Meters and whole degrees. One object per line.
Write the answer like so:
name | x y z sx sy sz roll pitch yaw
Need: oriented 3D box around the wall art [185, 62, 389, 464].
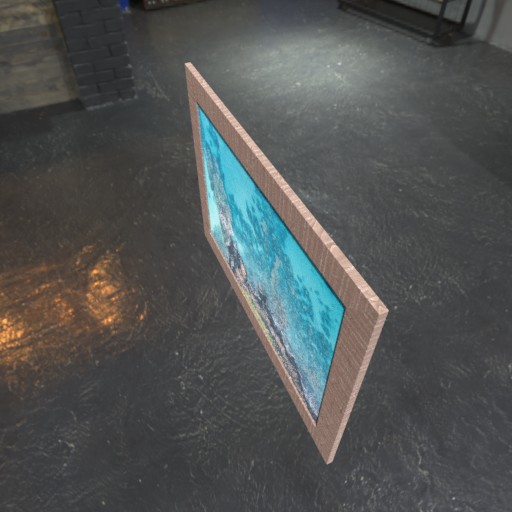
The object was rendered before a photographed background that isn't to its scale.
wall art | 0.000 0.000 1.355 0.020 0.761 1.056 -18 50 -16
